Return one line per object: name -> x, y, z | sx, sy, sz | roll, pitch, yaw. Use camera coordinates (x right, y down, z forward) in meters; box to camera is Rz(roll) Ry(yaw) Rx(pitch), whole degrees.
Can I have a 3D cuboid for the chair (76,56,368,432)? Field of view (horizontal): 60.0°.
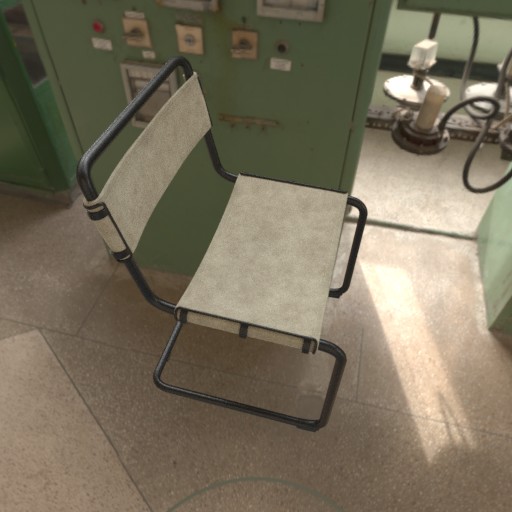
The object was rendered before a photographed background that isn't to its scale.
chair -> 0.000, 0.000, 1.075 | 0.497, 0.747, 0.499 | 11, 49, 10
